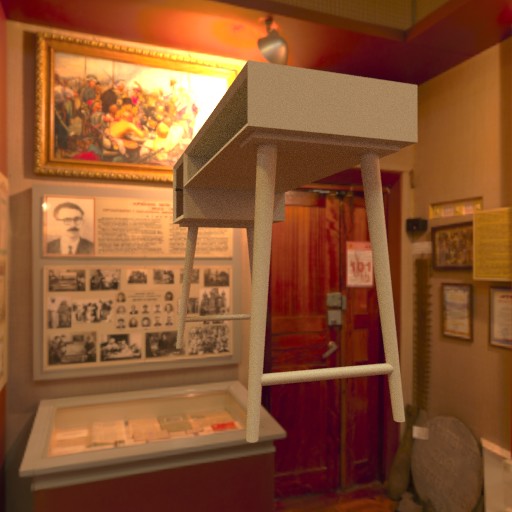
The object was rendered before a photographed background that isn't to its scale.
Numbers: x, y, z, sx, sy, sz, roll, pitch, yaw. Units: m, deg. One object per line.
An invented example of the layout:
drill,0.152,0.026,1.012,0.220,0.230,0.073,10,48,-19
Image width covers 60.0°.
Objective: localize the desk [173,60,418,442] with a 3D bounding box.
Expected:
desk,0.000,0.000,1.434,0.409,0.761,1.069,0,0,-18
